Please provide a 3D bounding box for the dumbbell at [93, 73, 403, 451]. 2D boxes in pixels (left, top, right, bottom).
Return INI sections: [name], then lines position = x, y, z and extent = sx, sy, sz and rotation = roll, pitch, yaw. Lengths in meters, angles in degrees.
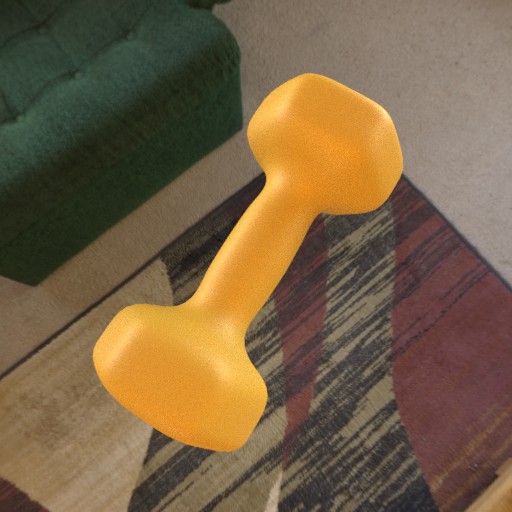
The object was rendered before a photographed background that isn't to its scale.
[dumbbell]
position = 0.000, 0.000, 0.235
extent = 0.090, 0.082, 0.190
rotation = 32, 78, 7
